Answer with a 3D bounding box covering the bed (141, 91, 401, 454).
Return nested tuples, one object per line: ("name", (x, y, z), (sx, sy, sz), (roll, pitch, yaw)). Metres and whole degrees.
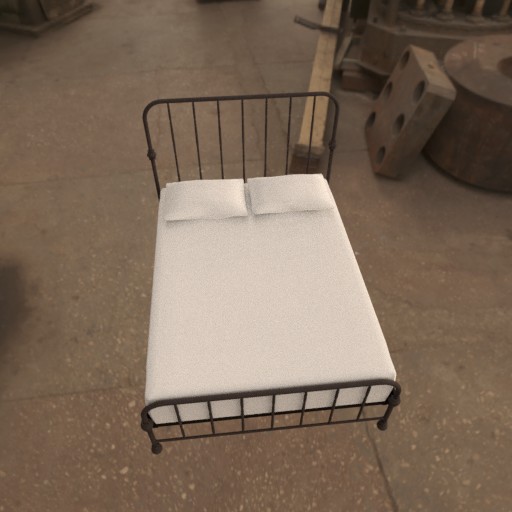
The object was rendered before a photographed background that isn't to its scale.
("bed", (0.000, 0.000, 3.215), (1.616, 1.446, 2.134), (-4, 46, -4))
